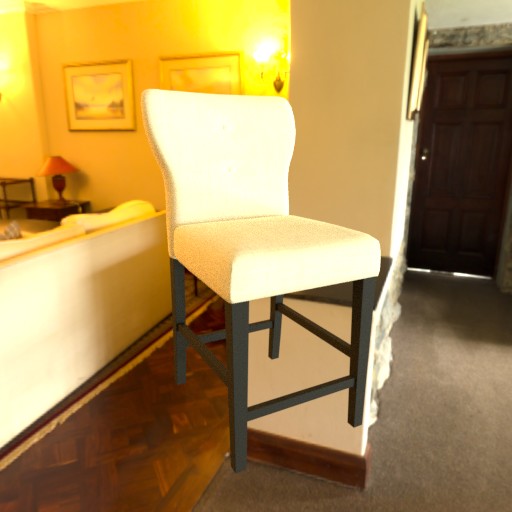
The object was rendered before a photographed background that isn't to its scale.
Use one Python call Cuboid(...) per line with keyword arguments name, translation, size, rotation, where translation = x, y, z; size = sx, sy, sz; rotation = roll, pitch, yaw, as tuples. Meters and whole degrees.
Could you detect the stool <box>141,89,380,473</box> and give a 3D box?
Cuboid(name="stool", translation=(0.000, 0.000, 1.338), size=(0.514, 0.972, 0.603), rotation=(-8, 17, -27))
